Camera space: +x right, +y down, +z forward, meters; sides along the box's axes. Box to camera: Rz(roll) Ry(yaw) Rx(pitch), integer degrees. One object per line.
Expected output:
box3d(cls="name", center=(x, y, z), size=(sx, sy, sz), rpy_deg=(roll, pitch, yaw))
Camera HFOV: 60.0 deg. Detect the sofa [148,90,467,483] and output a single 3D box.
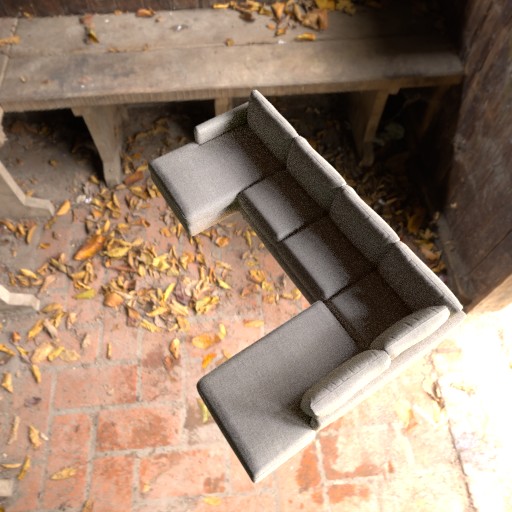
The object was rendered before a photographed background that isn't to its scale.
box3d(cls="sofa", center=(0.000, 0.000, 3.613), size=(1.879, 0.756, 2.737), rpy_deg=(-30, 66, -15))
